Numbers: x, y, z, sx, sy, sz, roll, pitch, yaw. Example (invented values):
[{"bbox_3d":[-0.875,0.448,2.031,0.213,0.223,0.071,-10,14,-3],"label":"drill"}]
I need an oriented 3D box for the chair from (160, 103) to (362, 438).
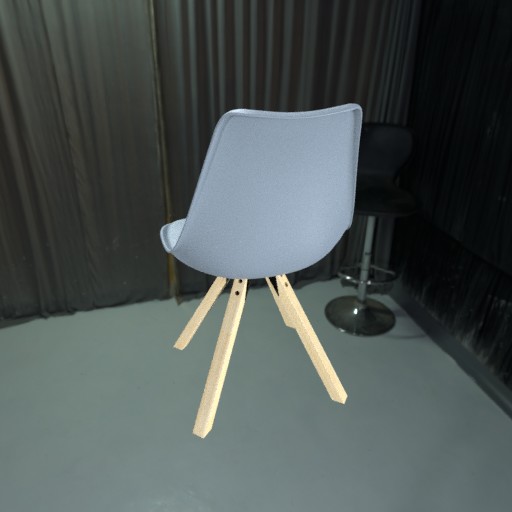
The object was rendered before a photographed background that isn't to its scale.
[{"bbox_3d":[0.000,0.000,1.202,0.485,0.850,0.549,-8,28,-15],"label":"chair"}]
